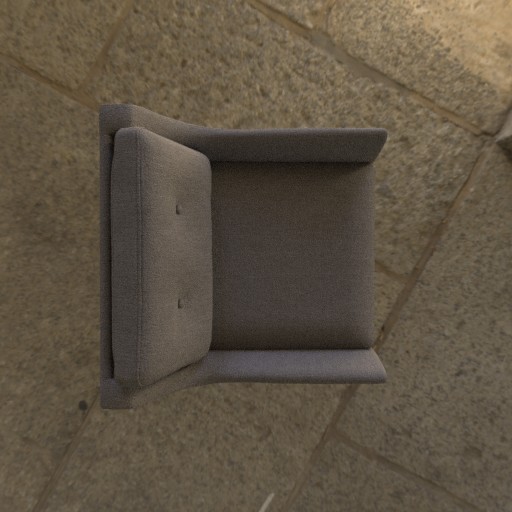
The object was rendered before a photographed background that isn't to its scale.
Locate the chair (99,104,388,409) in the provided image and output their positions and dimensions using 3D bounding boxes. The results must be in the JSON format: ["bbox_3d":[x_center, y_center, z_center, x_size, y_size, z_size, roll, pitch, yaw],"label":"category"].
[{"bbox_3d":[0.000,0.000,1.521,0.849,0.828,0.847,0,90,-1],"label":"chair"}]
